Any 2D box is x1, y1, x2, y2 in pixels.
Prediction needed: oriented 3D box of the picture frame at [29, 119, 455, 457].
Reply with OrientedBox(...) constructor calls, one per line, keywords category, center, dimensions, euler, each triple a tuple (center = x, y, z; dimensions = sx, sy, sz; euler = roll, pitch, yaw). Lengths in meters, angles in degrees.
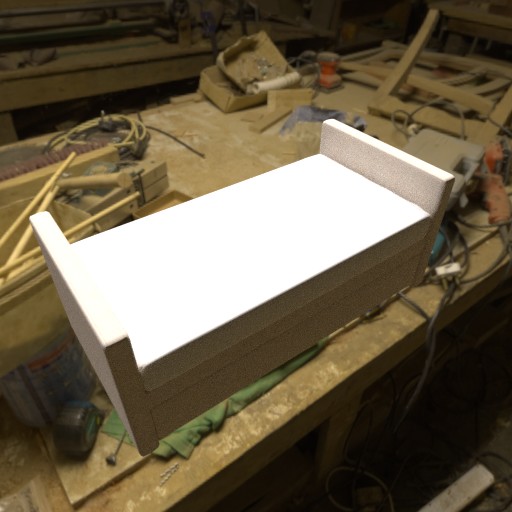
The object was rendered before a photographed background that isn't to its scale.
OrientedBox(category="picture frame", center=(0.000, 0.000, 2.736), dimensions=(2.161, 0.891, 1.069), euler=(-25, 46, -27))
